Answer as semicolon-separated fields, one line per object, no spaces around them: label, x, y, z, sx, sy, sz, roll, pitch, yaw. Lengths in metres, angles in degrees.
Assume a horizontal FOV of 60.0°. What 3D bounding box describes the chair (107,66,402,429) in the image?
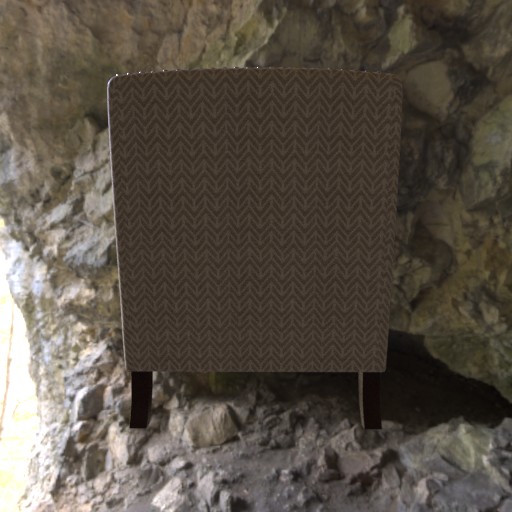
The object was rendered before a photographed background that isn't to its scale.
chair;0.000;0.000;1.249;0.623;0.816;0.651;0;1;1
